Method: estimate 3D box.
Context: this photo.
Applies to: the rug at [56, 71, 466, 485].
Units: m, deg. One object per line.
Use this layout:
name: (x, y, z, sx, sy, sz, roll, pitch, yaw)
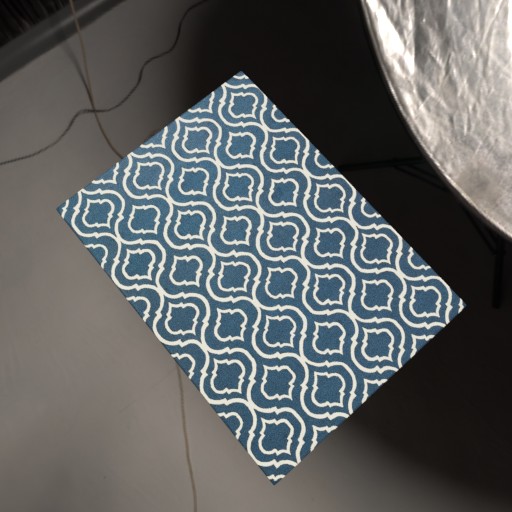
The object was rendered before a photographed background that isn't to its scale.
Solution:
rug: (0.000, 0.000, 4.346, 2.438, 0.010, 3.353, -40, 80, -8)
